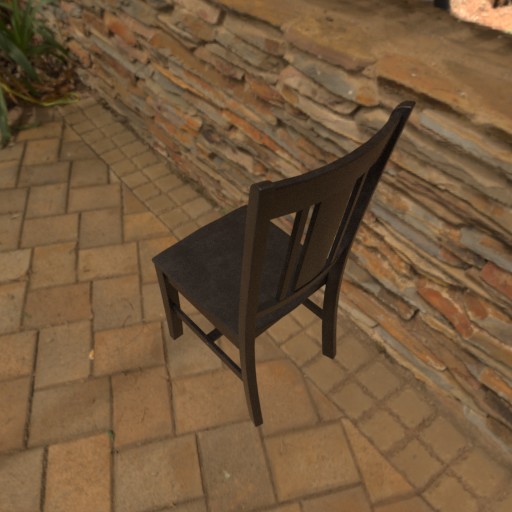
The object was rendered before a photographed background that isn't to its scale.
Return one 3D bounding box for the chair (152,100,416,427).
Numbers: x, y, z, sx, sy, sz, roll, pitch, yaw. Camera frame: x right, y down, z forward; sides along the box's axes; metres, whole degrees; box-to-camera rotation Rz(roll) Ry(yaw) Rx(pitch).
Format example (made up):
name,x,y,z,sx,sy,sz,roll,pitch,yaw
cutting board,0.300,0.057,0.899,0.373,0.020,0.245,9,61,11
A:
name,x,y,z,sx,sy,sz,roll,pitch,yaw
chair,0.000,0.000,1.312,0.450,0.998,0.555,-33,54,-28
